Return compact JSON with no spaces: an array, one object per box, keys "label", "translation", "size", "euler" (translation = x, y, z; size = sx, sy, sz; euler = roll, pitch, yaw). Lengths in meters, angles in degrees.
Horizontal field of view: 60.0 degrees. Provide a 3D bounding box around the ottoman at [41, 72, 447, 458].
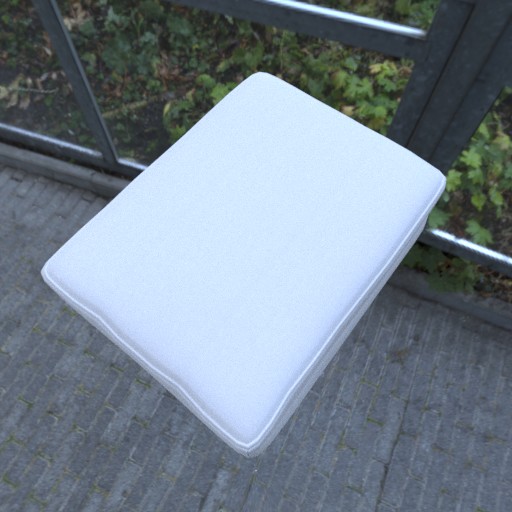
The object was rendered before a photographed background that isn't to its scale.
[{"label":"ottoman","translation":[0.000,0.000,1.200],"size":[0.634,0.479,0.818],"euler":[35,69,16]}]
